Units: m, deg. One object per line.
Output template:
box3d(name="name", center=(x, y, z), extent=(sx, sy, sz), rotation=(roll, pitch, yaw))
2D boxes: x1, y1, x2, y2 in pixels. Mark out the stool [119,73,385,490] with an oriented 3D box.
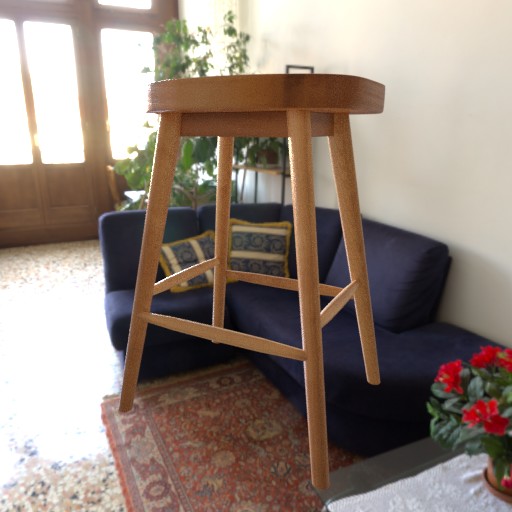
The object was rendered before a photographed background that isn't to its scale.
box3d(name="stool", center=(0.000, 0.000, 0.851), extent=(0.440, 0.615, 0.361), rotation=(8, 18, 27))
